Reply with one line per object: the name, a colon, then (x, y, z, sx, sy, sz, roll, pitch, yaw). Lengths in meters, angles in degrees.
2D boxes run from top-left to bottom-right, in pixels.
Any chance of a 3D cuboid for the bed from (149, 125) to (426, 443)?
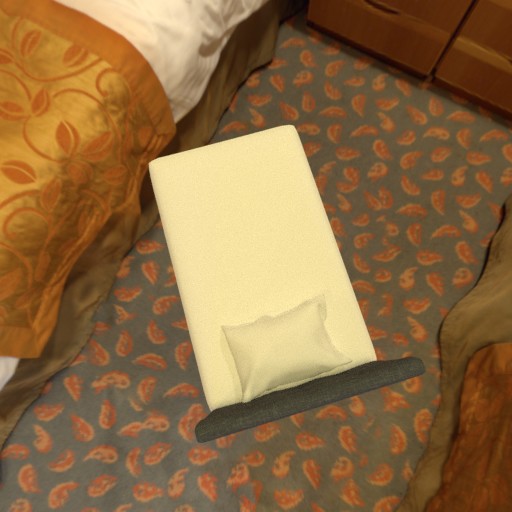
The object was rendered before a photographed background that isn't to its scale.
bed: (0.000, 0.000, 3.066, 1.261, 1.571, 1.997, -16, 76, -4)
